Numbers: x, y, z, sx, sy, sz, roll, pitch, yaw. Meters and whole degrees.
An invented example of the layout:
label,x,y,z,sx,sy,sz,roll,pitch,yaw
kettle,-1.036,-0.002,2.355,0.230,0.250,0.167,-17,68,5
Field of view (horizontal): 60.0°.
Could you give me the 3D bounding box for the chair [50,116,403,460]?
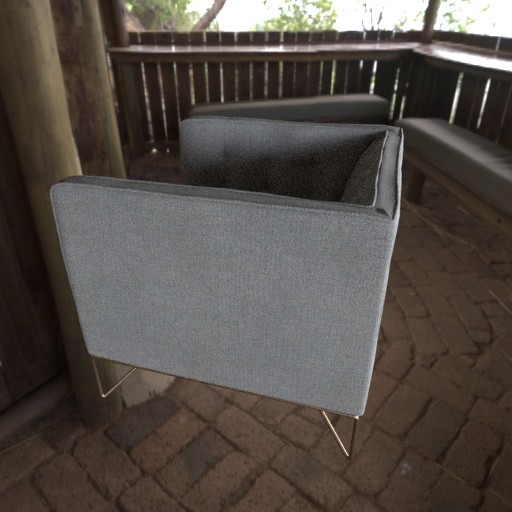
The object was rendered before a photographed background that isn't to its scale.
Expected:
label,x,y,z,sx,sy,sz,roll,pitch,yaw
chair,0.000,0.000,1.613,0.912,0.799,0.920,8,30,15
